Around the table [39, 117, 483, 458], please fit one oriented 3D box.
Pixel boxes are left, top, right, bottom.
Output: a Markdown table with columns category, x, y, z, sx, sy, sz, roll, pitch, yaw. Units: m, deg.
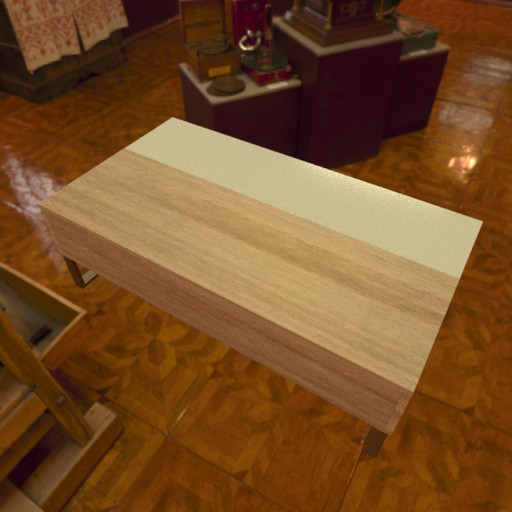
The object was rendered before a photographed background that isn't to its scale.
| category | x | y | z | sx | sy | sz | roll | pitch | yaw |
| --- | --- | --- | --- | --- | --- | --- | --- | --- | --- |
| table | 0.000 | 0.000 | 1.371 | 1.100 | 0.350 | 0.600 | 24 | 50 | 22 |
